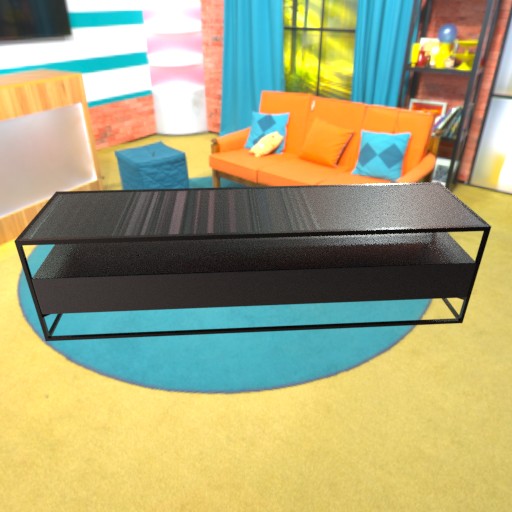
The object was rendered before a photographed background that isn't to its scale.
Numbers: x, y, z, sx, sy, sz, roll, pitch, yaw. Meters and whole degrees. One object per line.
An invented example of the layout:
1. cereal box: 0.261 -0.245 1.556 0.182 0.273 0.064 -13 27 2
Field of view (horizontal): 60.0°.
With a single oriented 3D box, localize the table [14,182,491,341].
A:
1. table: 0.000 0.000 1.649 1.486 0.395 0.399 -2 30 -3
